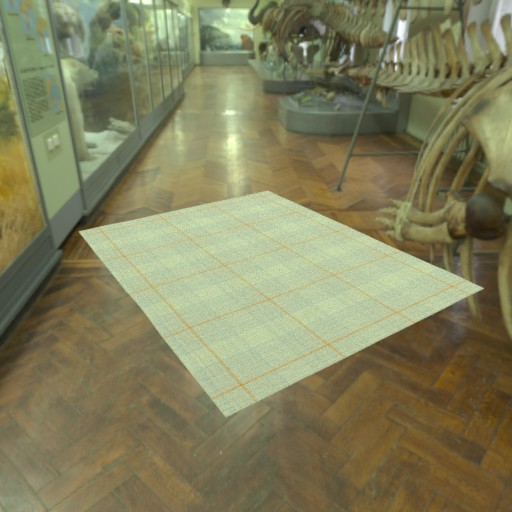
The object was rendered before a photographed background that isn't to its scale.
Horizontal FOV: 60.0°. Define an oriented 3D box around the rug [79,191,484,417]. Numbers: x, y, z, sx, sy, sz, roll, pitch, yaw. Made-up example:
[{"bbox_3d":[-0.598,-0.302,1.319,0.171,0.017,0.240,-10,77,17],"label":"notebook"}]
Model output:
[{"bbox_3d":[0.000,0.000,4.137,2.448,0.021,3.051,-17,31,-30],"label":"rug"}]
